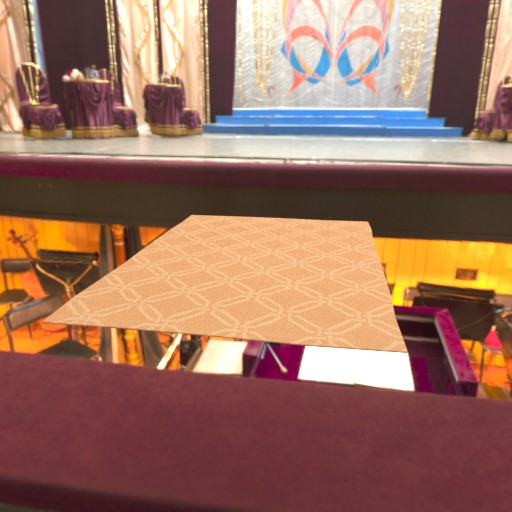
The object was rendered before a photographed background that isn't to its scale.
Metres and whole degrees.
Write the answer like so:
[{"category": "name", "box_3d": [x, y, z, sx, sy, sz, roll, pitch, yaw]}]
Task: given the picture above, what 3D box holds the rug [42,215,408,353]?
[{"category": "rug", "box_3d": [0.000, 0.000, 2.771, 1.524, 0.013, 2.135, 3, 18, 9]}]
